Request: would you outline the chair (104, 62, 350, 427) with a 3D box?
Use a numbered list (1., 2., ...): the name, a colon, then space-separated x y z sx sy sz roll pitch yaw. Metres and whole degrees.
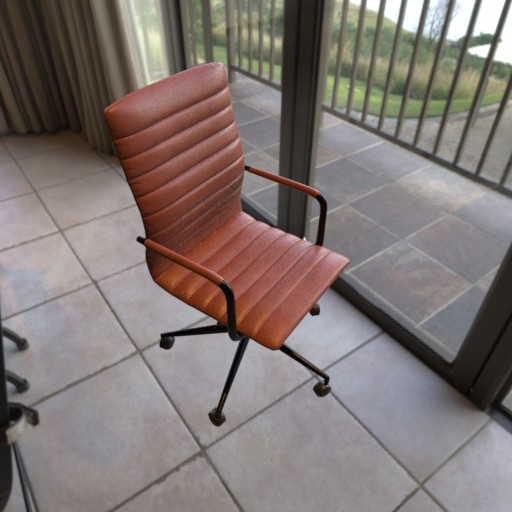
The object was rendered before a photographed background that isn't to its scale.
1. chair: 0.000 0.000 1.255 0.578 0.878 0.600 25 47 26
